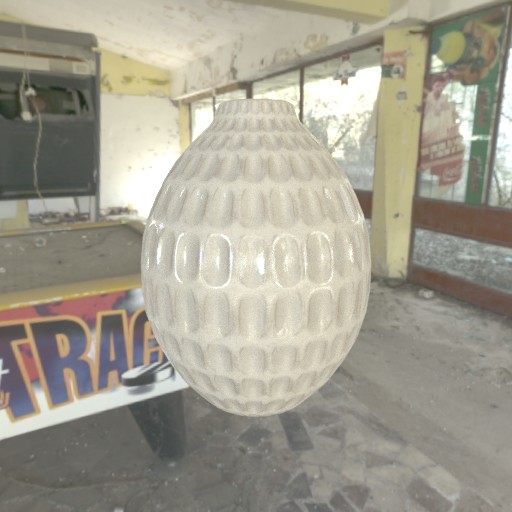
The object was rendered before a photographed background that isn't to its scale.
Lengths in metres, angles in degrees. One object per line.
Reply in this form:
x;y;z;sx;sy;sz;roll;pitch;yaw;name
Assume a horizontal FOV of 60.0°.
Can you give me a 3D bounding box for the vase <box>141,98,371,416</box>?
0.000;0.000;0.253;0.128;0.167;0.128;0;14;0;vase
